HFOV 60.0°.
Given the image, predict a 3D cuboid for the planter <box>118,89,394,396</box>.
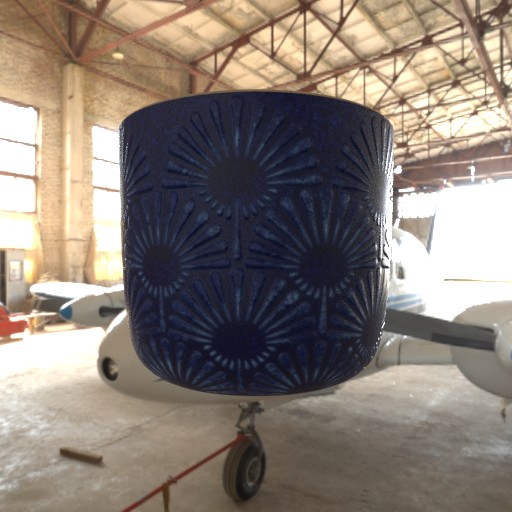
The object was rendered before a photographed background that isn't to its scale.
[{"bbox_3d":[0.000,0.000,0.207,0.124,0.109,0.124,0,-1,0],"label":"planter"}]
